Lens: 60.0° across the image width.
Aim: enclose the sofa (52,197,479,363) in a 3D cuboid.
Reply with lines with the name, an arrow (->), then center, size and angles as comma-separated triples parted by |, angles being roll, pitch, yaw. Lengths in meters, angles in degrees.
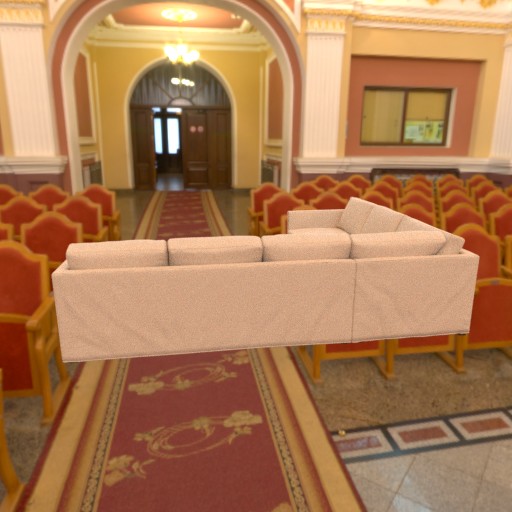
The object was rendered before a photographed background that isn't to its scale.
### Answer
sofa -> 0.000, 0.000, 4.428 | 3.182, 0.871, 2.432 | -2, 15, -8
